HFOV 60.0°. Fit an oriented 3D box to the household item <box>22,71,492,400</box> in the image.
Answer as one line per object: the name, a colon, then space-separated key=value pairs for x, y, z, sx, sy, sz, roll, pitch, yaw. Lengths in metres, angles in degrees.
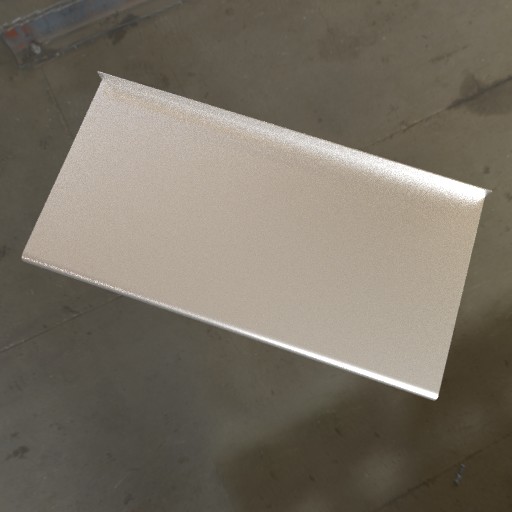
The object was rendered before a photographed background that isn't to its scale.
household item: x=0.000 y=0.000 z=1.661 sx=1.219 sy=0.851 sz=0.610 roll=18 pitch=78 yaw=4
